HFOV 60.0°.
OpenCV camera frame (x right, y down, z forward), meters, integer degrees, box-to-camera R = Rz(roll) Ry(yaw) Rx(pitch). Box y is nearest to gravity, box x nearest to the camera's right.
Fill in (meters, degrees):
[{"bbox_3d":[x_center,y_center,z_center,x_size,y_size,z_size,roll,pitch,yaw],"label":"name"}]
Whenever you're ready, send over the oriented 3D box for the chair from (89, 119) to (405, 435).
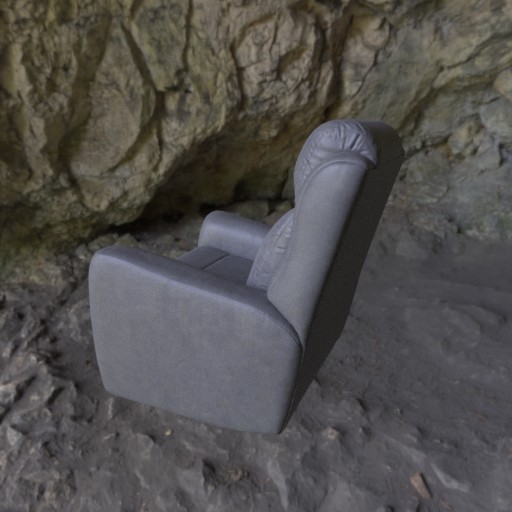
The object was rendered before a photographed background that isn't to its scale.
[{"bbox_3d":[0.000,0.000,1.899,1.068,1.116,0.967,8,18,24],"label":"chair"}]
